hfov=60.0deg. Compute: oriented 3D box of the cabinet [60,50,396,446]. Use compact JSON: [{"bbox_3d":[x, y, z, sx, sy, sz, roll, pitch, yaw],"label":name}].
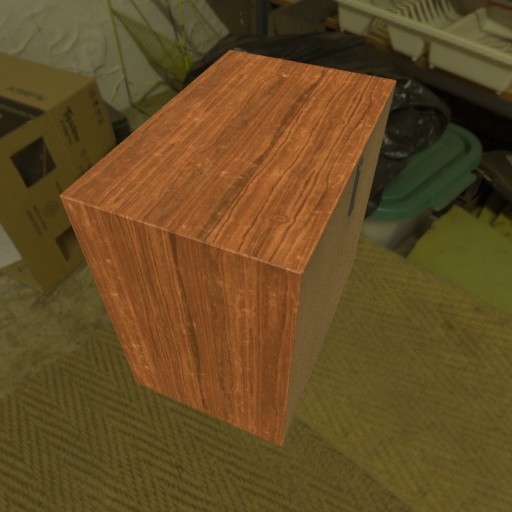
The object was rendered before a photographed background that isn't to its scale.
[{"bbox_3d":[0.000,0.000,1.080,0.410,0.695,0.607,18,49,16],"label":"cabinet"}]
